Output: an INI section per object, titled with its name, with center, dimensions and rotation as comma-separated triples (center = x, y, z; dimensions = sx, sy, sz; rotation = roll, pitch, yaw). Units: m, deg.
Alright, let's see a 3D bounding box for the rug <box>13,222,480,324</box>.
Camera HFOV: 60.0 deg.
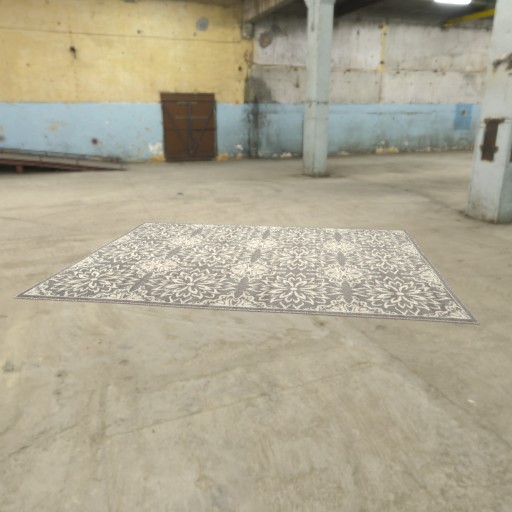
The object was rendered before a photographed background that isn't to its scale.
[rug]
center = 0.000, 0.000, 3.907
dimensions = 2.980, 0.012, 2.363
rotation = 2, 17, 7
